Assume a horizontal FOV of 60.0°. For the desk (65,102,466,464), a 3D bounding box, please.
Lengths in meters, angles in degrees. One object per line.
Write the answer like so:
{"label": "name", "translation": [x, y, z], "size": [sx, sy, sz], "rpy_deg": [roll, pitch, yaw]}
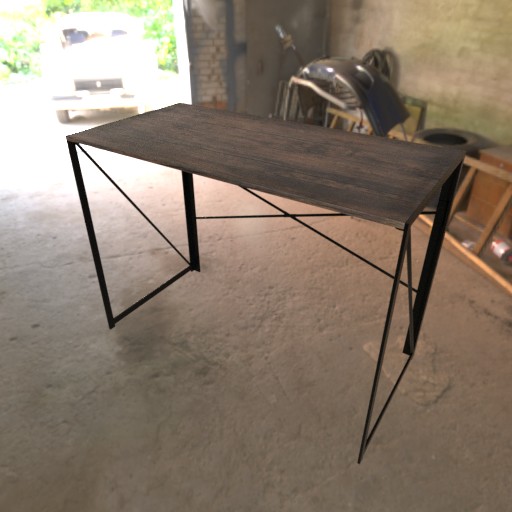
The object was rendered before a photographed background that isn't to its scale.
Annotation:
{"label": "desk", "translation": [0.000, 0.000, 1.441], "size": [1.015, 0.747, 0.505], "rpy_deg": [19, 37, 28]}
